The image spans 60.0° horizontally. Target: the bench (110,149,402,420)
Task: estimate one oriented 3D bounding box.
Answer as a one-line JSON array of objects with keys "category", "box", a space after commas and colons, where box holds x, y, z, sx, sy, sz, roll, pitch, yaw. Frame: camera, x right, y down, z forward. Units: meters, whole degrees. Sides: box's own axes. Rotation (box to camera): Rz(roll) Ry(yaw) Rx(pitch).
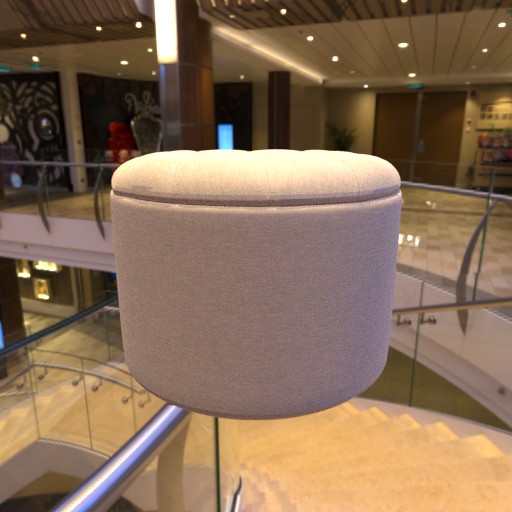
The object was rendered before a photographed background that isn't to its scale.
[{"category": "bench", "box": [0.000, 0.000, 0.992, 0.600, 0.454, 0.600, 0, 15, 0]}]
